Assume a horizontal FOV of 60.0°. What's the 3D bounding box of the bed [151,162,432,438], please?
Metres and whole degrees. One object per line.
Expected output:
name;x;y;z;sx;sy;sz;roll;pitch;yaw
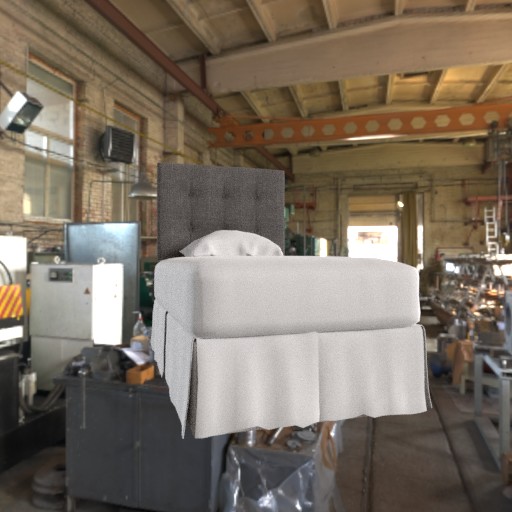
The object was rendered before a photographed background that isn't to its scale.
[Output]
bed;0.000;0.000;2.968;1.261;1.571;1.997;0;0;-18
